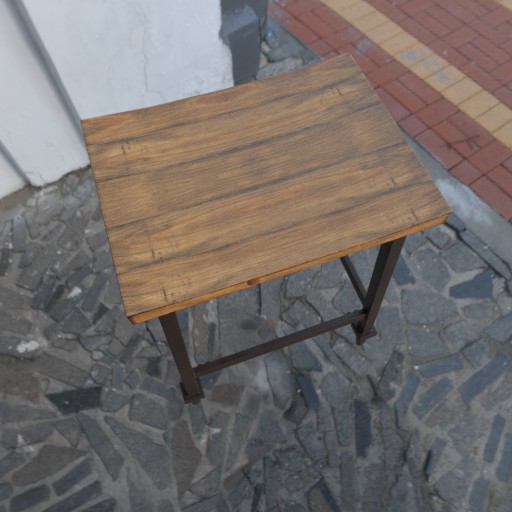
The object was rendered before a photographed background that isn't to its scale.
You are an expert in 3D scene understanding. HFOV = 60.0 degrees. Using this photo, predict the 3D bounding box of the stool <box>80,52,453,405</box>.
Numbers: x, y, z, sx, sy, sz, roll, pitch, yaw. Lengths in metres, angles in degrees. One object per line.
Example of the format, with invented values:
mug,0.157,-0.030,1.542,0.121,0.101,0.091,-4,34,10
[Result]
stool,0.000,0.000,0.944,0.486,0.625,0.405,-18,65,-9
